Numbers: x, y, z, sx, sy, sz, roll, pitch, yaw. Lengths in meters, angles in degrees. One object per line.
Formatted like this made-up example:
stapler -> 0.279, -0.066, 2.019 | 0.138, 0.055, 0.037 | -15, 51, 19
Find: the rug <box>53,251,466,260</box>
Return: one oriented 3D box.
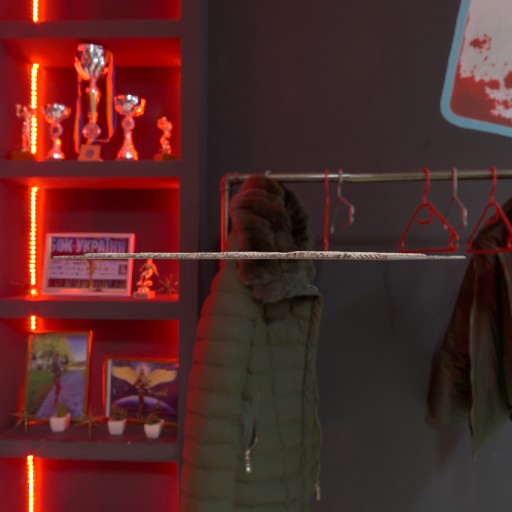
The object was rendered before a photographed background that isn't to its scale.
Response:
rug -> 0.000, 0.000, 2.346 | 1.823, 0.030, 1.222 | 0, 0, 35
